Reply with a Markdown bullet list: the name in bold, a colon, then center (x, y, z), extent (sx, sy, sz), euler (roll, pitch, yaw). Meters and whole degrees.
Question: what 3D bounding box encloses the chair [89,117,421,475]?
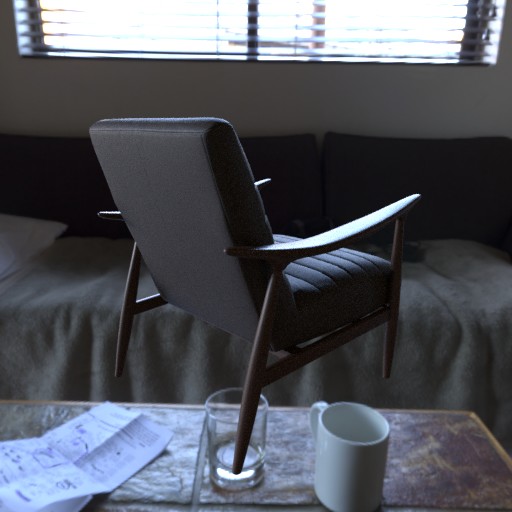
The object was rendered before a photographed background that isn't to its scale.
- **chair**: center (0.000, 0.000, 1.417), extent (0.798, 0.831, 0.741), euler (-14, 21, -42)
